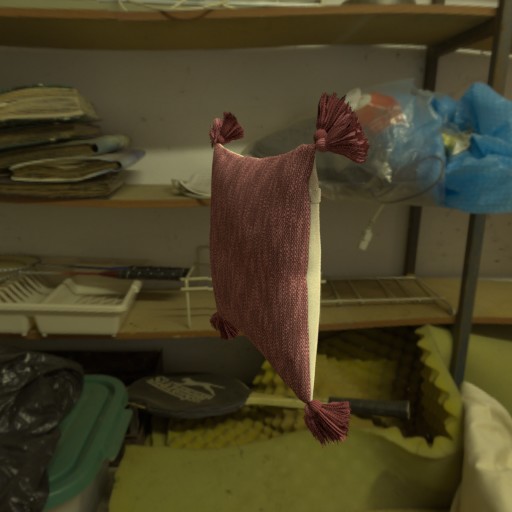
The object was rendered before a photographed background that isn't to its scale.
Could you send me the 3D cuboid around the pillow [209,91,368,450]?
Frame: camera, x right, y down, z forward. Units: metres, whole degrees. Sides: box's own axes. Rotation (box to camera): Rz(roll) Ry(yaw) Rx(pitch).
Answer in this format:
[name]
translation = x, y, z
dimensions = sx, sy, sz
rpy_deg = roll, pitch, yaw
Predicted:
[pillow]
translation = 0.000, 0.000, 0.994
dimensions = 0.138, 0.659, 0.641
rpy_deg = -7, 16, -24
